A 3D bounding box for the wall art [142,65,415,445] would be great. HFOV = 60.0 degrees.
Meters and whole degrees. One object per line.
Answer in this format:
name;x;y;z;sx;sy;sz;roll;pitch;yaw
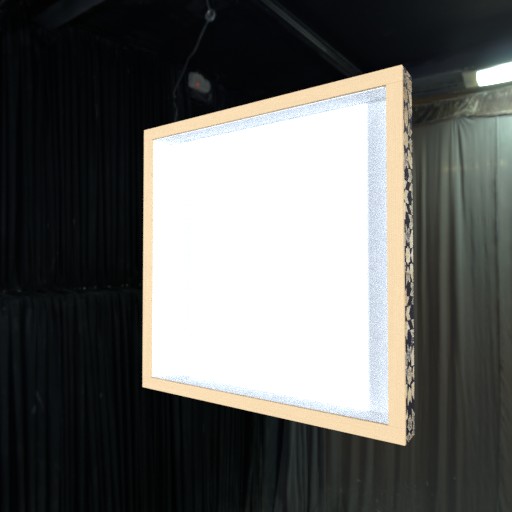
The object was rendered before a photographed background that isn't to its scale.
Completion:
wall art;0.000;0.000;0.600;0.405;0.405;0.038;-1;-2;34
